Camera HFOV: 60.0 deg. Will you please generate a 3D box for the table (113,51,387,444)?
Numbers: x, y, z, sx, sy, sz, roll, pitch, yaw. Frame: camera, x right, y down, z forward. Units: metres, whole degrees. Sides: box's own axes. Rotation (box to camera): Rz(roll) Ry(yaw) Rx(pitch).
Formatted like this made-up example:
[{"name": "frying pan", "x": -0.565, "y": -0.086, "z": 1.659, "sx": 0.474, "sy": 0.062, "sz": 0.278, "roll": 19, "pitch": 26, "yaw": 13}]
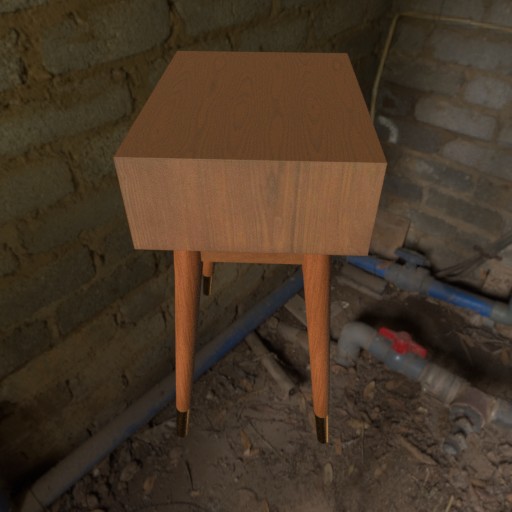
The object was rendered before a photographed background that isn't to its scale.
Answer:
[{"name": "table", "x": 0.000, "y": 0.000, "z": 0.814, "sx": 0.300, "sy": 0.599, "sz": 0.406, "roll": 2, "pitch": 41, "yaw": 2}]
